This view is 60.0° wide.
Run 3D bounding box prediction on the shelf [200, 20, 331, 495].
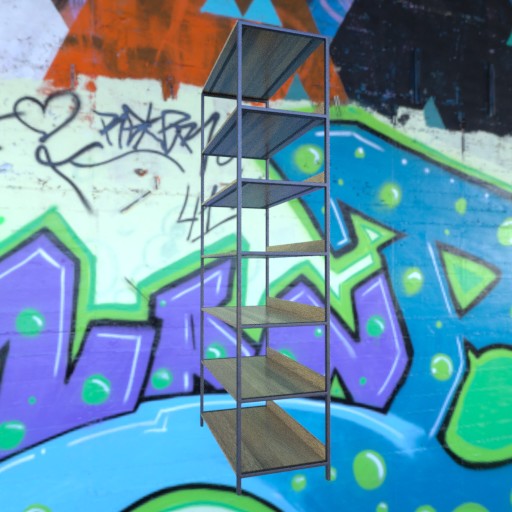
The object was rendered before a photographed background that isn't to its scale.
[{"bbox_3d":[0.000,0.000,2.334,0.431,2.015,0.847,0,-1,-18],"label":"shelf"}]
